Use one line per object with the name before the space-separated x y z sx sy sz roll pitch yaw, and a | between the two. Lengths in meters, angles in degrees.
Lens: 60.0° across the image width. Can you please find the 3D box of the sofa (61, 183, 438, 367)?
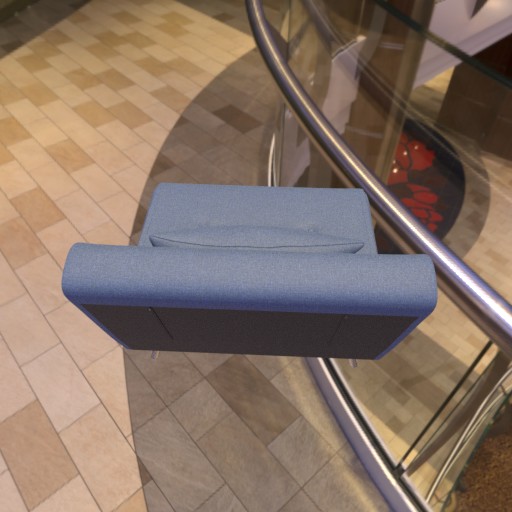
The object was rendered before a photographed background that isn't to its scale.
sofa | 0.000 0.000 1.746 0.999 0.860 0.996 2 48 2
